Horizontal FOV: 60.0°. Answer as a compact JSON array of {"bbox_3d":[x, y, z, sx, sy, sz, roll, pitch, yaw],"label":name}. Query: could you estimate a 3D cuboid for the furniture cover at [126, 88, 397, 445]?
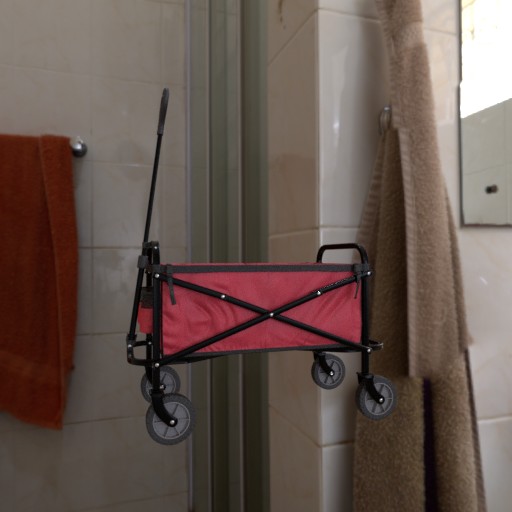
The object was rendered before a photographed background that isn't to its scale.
[{"bbox_3d":[0.000,0.000,1.844,1.038,1.295,0.532,0,0,-17],"label":"furniture cover"}]
